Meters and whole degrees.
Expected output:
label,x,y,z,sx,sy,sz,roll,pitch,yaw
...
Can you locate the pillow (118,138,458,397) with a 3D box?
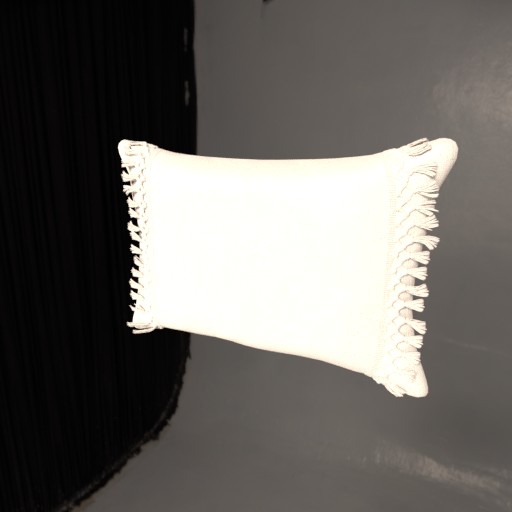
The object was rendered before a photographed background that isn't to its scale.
label,x,y,z,sx,sy,sz,roll,pitch,yaw
pillow,0.000,0.000,0.592,0.466,0.305,0.084,8,17,27
